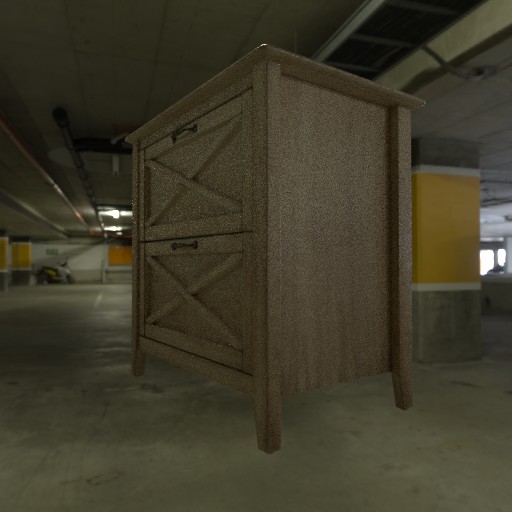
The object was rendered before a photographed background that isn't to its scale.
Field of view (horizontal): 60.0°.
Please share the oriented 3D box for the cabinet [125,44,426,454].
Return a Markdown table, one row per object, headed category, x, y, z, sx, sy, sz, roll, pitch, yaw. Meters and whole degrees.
| category | x | y | z | sx | sy | sz | roll | pitch | yaw |
| --- | --- | --- | --- | --- | --- | --- | --- | --- | --- |
| cabinet | 0.000 | 0.000 | 1.256 | 0.503 | 0.762 | 0.763 | 1 | -1 | -35 |
